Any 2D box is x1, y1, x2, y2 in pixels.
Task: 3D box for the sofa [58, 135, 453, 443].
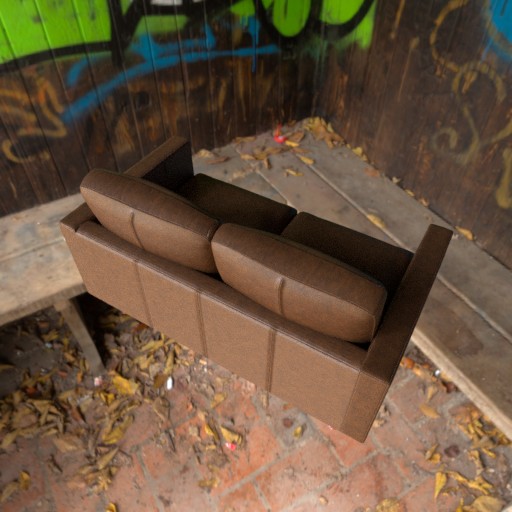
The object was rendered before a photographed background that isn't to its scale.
[{"bbox_3d":[0.000,0.000,2.165,1.578,0.951,0.909,23,51,21],"label":"sofa"}]
